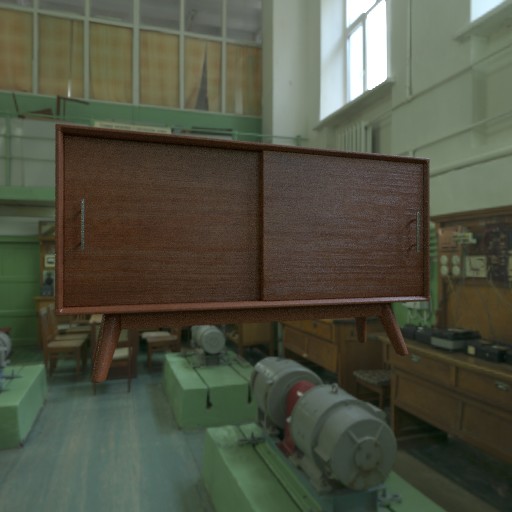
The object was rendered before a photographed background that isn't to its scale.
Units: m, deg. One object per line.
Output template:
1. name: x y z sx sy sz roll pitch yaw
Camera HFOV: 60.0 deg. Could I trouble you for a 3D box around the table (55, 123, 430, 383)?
1. table: 0.000 0.000 1.498 1.220 0.698 0.308 0 0 -20
